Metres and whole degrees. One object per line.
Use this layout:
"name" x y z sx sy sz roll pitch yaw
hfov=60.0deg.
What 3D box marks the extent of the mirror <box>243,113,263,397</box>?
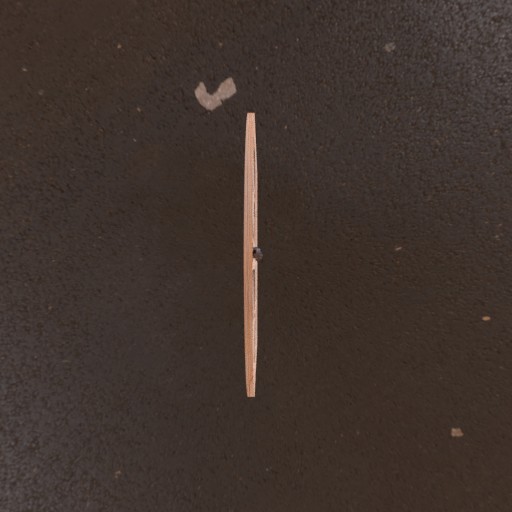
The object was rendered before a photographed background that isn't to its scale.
"mirror" 0.000 0.000 1.166 0.032 0.915 0.609 0 89 1
